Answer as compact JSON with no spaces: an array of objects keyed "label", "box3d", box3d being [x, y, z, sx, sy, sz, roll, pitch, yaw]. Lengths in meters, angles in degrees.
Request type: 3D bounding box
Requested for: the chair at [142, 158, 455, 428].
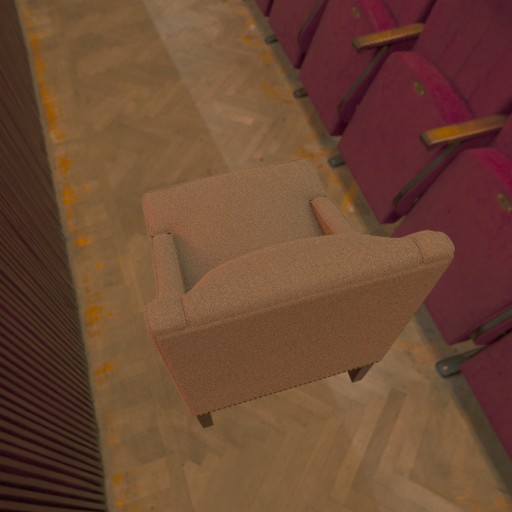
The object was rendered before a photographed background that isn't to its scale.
[{"label":"chair","box3d":[0.000,0.000,1.376,0.628,0.872,0.748,-14,59,-9]}]
